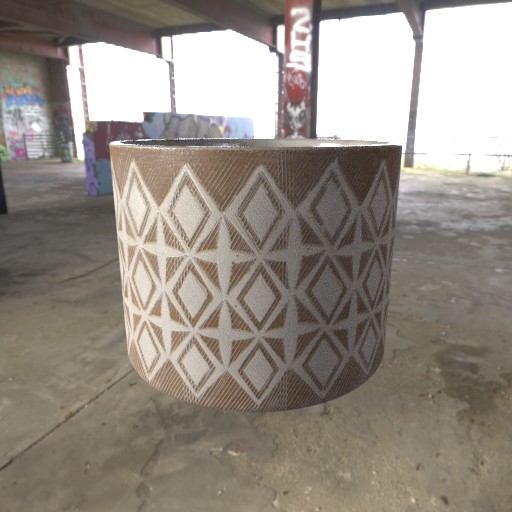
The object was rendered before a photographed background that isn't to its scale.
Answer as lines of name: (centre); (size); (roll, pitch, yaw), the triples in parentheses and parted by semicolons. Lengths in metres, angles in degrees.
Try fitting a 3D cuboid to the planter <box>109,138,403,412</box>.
planter: (0.000, 0.000, 0.328); (0.193, 0.165, 0.193); (0, 16, 0)
